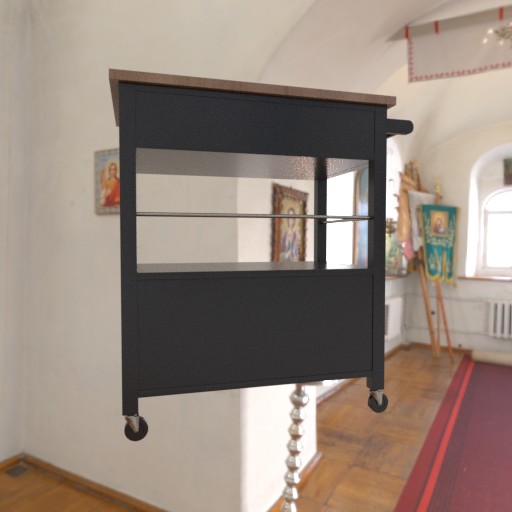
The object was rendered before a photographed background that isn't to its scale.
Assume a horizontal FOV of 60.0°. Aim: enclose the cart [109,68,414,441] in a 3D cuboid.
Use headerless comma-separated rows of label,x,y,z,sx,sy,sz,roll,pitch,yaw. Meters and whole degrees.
cart,0.000,0.000,1.383,0.840,0.901,0.459,-1,2,-15
